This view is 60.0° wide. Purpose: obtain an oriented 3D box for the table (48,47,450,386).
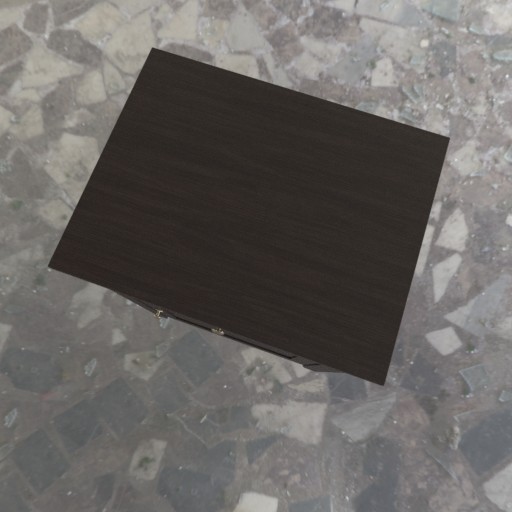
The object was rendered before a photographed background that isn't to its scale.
[{"bbox_3d":[0.000,0.000,0.942,0.480,0.635,0.381,19,76,5],"label":"table"}]
